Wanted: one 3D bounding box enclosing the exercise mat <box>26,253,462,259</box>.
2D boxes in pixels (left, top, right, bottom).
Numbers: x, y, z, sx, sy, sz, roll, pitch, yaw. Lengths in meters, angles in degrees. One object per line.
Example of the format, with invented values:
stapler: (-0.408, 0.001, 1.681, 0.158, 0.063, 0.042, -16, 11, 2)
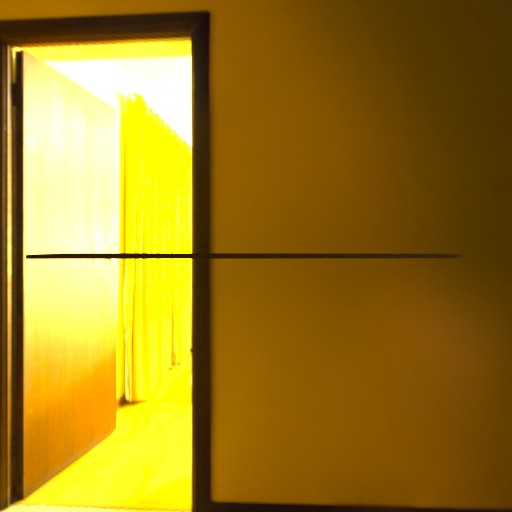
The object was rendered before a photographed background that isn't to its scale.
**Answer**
exercise mat: (0.000, 0.000, 2.094, 1.869, 0.021, 0.616, 0, 0, -16)
